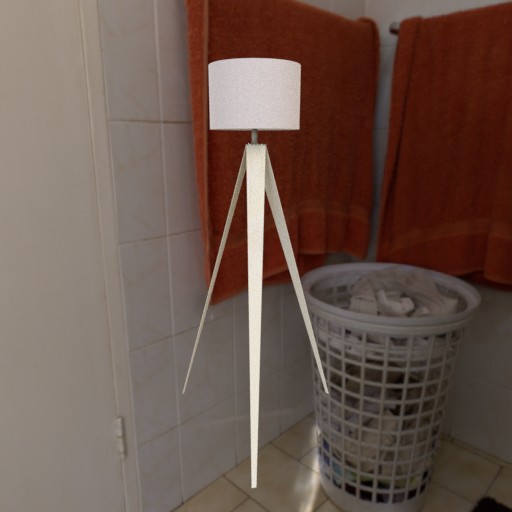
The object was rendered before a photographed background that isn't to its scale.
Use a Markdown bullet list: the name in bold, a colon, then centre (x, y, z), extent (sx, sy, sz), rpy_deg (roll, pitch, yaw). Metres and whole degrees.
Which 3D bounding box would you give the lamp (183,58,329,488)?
- **lamp**: centre (0.000, 0.000, 1.942), extent (0.716, 1.524, 0.724), rpy_deg (-14, 20, -42)
